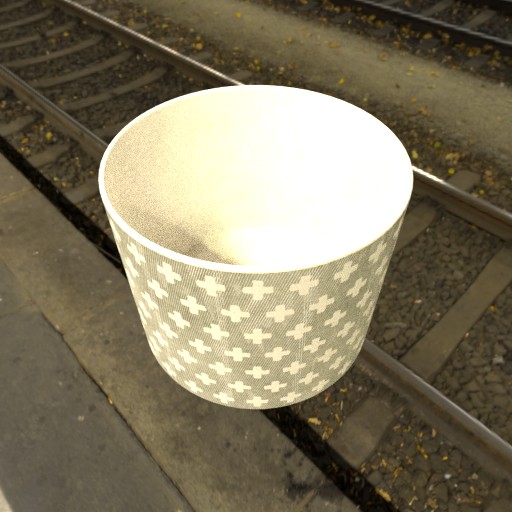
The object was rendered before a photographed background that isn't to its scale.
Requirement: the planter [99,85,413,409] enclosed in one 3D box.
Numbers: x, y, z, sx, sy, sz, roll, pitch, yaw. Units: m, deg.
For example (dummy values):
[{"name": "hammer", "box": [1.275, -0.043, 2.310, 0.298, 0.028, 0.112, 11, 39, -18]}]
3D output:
[{"name": "planter", "box": [0.000, 0.000, 0.448, 0.250, 0.239, 0.250, 0, 47, 0]}]
